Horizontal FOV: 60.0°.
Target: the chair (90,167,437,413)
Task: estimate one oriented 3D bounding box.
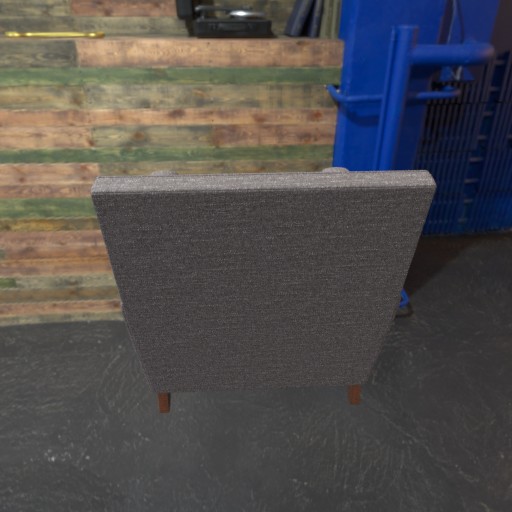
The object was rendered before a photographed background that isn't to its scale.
[{"bbox_3d":[0.000,0.000,1.558,0.838,0.885,0.875,-2,30,-3],"label":"chair"}]
